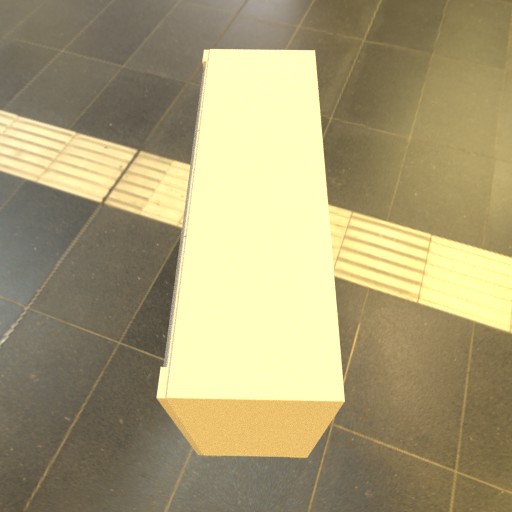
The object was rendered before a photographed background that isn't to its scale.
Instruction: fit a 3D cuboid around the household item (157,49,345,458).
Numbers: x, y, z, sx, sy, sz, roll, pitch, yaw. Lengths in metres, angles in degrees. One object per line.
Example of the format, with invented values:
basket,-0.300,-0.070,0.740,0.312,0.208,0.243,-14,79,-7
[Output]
household item,0.000,0.000,1.700,0.420,0.867,1.300,1,58,1
